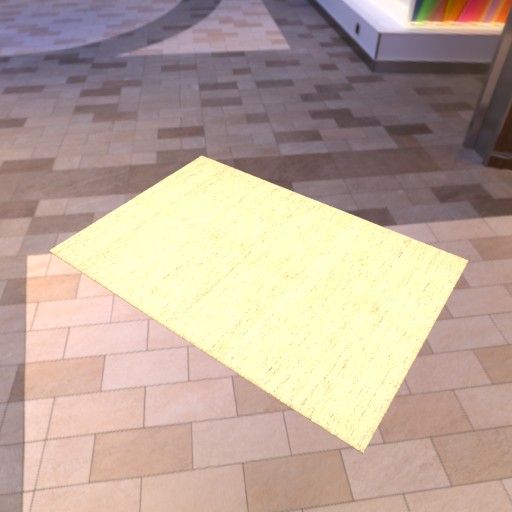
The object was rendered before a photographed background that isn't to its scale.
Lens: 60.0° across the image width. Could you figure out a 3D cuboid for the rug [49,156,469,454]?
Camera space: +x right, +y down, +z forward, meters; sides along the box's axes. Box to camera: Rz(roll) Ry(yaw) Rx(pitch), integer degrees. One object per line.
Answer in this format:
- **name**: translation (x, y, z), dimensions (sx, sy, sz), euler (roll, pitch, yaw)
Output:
- **rug**: translation (0.000, 0.000, 2.355), dimensions (1.850, 0.015, 1.250), euler (26, 48, 26)
